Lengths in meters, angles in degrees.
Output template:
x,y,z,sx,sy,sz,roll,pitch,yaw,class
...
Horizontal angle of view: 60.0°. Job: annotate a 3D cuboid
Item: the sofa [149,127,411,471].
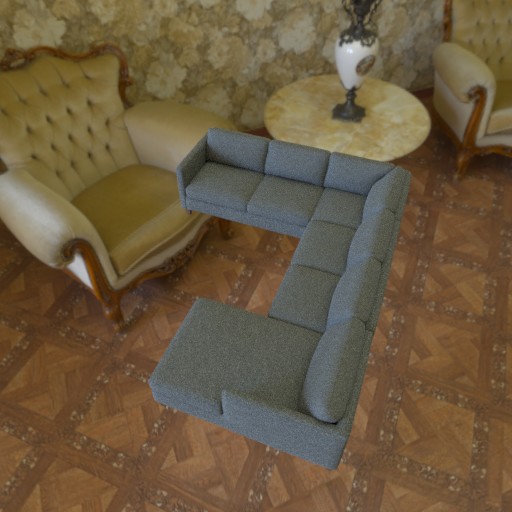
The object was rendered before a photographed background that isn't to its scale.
x,y,z,sx,sy,sz,roll,pitch,yaw,class
0.000,0.000,4.426,2.551,0.853,3.238,15,48,14,sofa
